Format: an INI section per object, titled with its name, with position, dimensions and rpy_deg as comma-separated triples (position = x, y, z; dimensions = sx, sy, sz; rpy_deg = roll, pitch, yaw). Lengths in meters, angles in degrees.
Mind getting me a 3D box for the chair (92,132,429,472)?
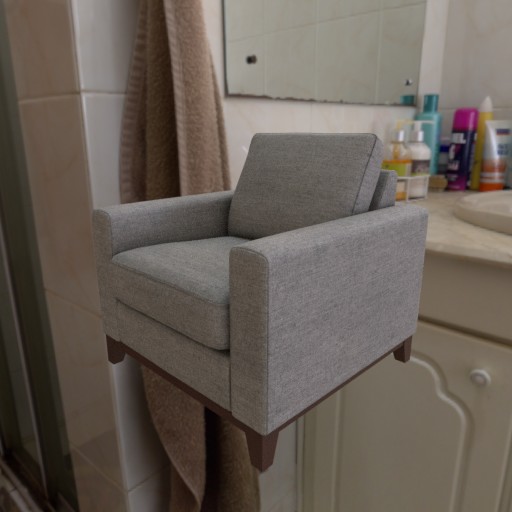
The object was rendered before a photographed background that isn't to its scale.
[chair]
position = 0.000, 0.000, 1.890
dimensions = 1.024, 1.010, 1.038
rpy_deg = 15, 22, 42
